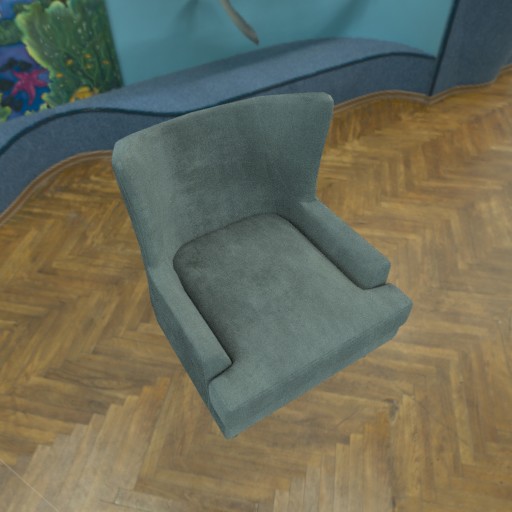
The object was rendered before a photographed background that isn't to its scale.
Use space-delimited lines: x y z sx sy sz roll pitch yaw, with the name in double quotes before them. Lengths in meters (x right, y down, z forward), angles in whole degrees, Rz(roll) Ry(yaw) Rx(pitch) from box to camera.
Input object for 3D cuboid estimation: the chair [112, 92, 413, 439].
"chair" 0.000 0.000 1.643 0.784 0.950 0.906 -24 51 -22
